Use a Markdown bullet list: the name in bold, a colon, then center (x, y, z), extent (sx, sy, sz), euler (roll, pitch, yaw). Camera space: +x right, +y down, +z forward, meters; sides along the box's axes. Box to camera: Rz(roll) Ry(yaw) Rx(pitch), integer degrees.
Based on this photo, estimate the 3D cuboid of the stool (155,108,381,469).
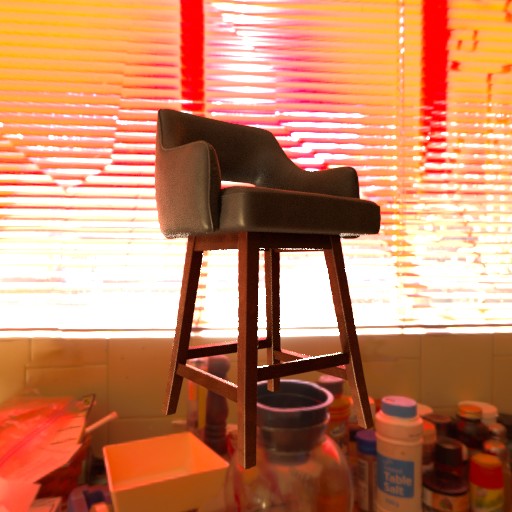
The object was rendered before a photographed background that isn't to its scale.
- **stool**: center (0.000, 0.000, 1.293), extent (0.550, 0.936, 0.560), euler (0, -1, -35)
